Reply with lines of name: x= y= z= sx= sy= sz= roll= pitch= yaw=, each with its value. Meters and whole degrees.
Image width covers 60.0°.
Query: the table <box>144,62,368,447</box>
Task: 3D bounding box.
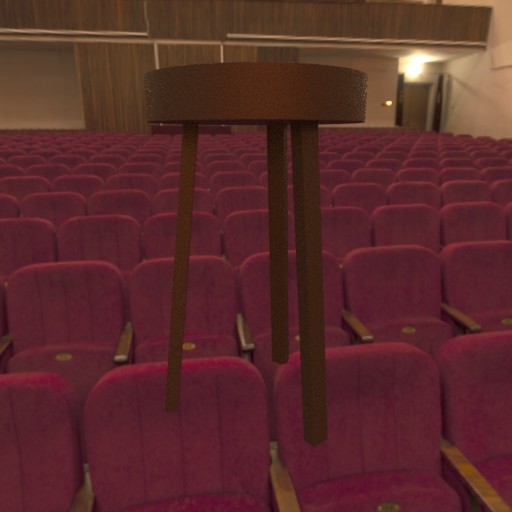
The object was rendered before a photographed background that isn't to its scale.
table: x=0.000 y=0.000 z=0.919 sx=0.406 sy=0.686 sz=0.406 roll=-2 pitch=15 yaw=-9
